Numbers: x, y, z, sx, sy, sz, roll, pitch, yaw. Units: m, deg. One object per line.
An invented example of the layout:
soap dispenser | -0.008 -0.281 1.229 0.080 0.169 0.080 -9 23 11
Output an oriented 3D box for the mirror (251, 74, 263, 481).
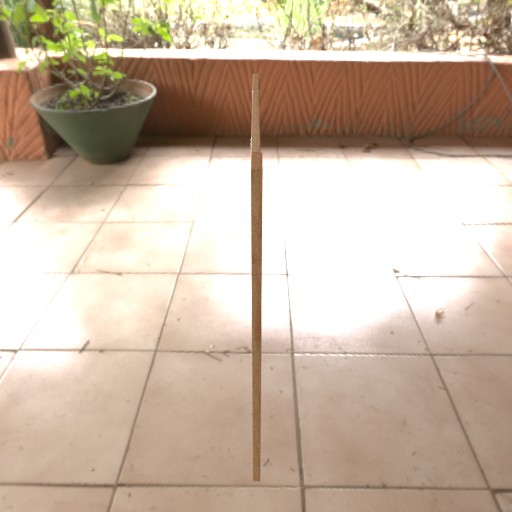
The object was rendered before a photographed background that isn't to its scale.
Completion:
mirror | 0.000 0.000 1.211 0.020 0.800 0.800 0 32 0
